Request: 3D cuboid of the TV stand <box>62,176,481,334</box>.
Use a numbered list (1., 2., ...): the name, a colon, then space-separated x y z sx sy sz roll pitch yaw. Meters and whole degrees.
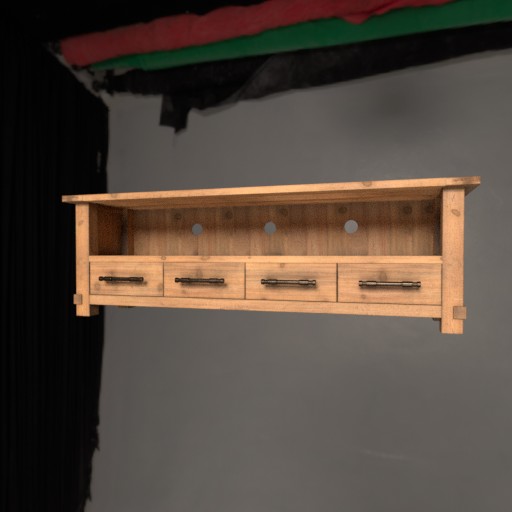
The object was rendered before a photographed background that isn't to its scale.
1. TV stand: 0.000 0.000 2.041 1.804 0.573 0.453 0 0 17
